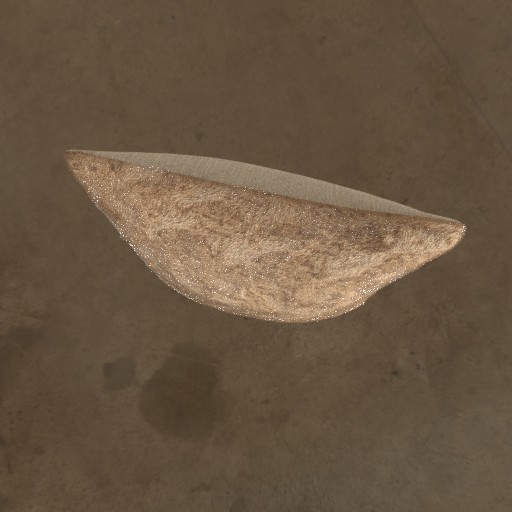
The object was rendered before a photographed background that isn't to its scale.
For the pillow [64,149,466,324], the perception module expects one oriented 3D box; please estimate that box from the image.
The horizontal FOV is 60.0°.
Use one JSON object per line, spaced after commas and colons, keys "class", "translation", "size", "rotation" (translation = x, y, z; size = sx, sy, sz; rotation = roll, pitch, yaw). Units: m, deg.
{"class": "pillow", "translation": [0.000, 0.000, 0.805], "size": [0.538, 0.525, 0.216], "rotation": [12, 75, 3]}
